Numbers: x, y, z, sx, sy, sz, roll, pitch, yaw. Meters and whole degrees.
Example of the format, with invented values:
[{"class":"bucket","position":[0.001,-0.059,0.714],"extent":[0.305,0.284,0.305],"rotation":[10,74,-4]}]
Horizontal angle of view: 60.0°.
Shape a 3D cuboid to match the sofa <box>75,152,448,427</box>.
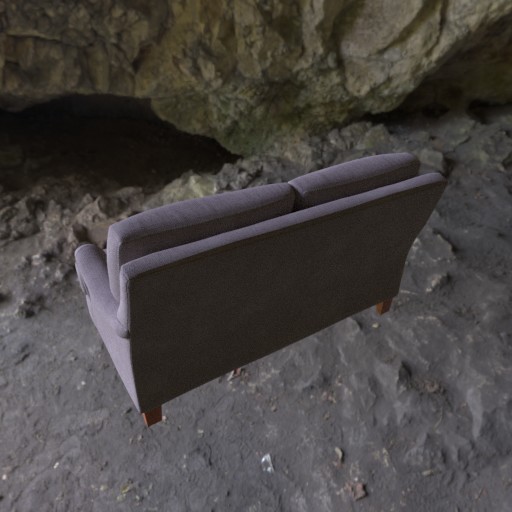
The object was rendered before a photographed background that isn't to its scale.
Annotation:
[{"class":"sofa","position":[0.000,0.000,2.560],"extent":[1.853,1.101,1.084],"rotation":[-18,35,-28]}]
